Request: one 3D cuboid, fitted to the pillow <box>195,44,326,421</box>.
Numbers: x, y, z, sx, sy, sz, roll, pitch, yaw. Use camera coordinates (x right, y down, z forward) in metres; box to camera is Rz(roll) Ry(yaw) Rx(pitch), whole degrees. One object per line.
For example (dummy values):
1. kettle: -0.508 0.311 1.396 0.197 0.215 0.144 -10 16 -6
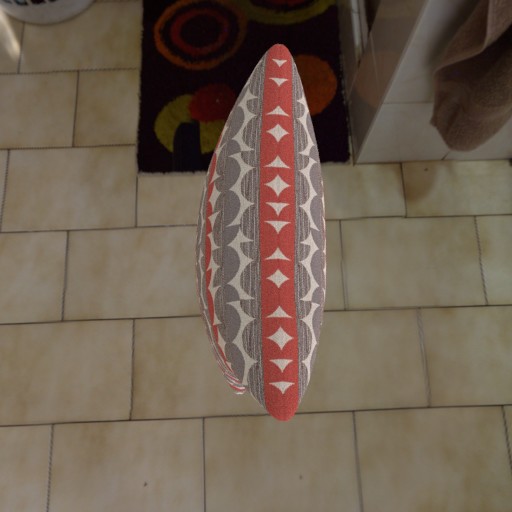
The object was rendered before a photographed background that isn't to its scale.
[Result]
1. pillow: 0.000 0.000 0.656 0.180 0.410 0.420 0 76 0
